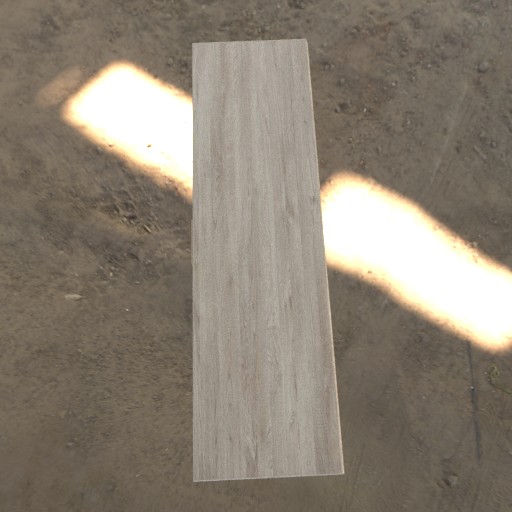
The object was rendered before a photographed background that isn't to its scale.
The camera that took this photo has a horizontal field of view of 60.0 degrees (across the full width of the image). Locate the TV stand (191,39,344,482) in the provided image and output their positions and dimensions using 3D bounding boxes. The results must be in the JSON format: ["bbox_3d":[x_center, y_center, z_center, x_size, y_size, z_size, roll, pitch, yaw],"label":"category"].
[{"bbox_3d":[0.000,0.000,1.556,0.401,0.565,1.313,-2,74,-1],"label":"TV stand"}]
